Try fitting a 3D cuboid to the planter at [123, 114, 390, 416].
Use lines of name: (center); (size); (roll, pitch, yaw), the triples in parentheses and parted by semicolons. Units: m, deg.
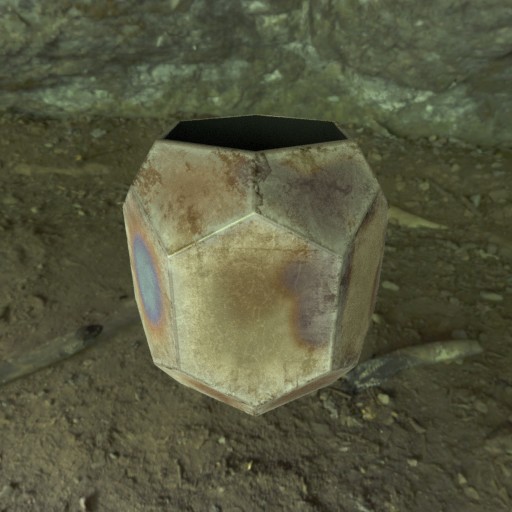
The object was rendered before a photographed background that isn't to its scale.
planter: (0.000, 0.000, 0.426); (0.243, 0.238, 0.221); (0, 26, 0)
